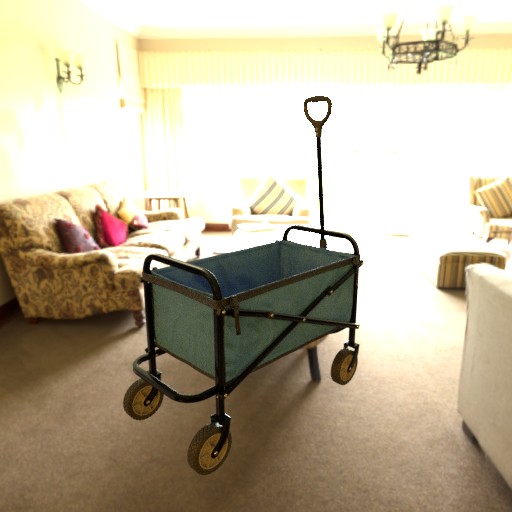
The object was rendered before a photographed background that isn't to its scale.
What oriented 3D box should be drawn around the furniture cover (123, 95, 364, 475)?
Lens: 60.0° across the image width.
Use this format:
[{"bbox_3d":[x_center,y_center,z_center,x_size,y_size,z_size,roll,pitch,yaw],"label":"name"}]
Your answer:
[{"bbox_3d":[0.000,0.000,1.823,1.038,1.295,0.532,-14,20,-43],"label":"furniture cover"}]
